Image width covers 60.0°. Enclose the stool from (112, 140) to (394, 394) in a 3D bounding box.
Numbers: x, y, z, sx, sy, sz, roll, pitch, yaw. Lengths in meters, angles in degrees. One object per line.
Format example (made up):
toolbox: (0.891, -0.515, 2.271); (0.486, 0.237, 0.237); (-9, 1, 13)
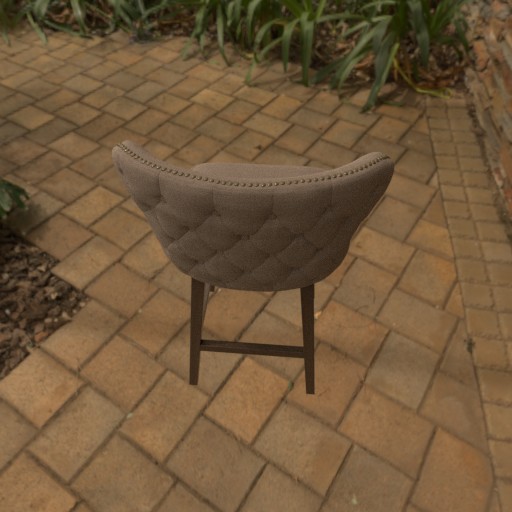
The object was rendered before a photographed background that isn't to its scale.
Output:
stool: (0.000, 0.000, 1.362); (0.615, 0.972, 0.597); (3, 46, 3)
